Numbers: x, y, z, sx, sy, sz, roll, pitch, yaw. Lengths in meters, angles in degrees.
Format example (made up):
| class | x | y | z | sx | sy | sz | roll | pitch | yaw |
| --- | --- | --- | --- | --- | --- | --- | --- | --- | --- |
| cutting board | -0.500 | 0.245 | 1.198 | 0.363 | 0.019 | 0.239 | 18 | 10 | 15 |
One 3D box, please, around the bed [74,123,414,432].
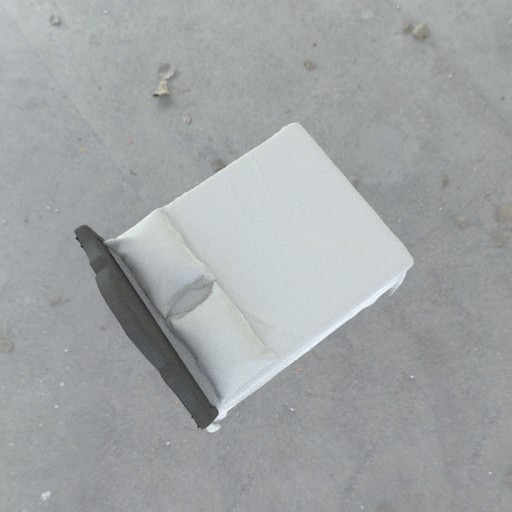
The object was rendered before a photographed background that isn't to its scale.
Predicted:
| class | x | y | z | sx | sy | sz | roll | pitch | yaw |
| --- | --- | --- | --- | --- | --- | --- | --- | --- | --- |
| bed | 0.000 | 0.000 | 3.422 | 2.222 | 1.634 | 1.780 | -35 | 78 | -9 |
